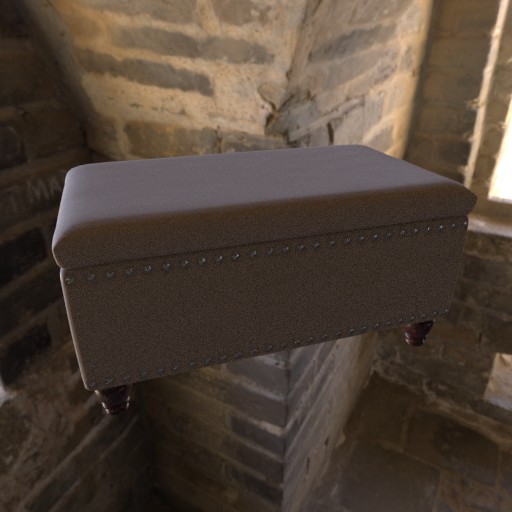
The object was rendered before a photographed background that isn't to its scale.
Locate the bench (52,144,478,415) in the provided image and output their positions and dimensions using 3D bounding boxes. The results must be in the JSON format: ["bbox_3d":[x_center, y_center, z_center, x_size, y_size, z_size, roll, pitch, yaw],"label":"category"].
[{"bbox_3d":[0.000,0.000,1.160,0.887,0.449,0.500,-8,27,-16],"label":"bench"}]
